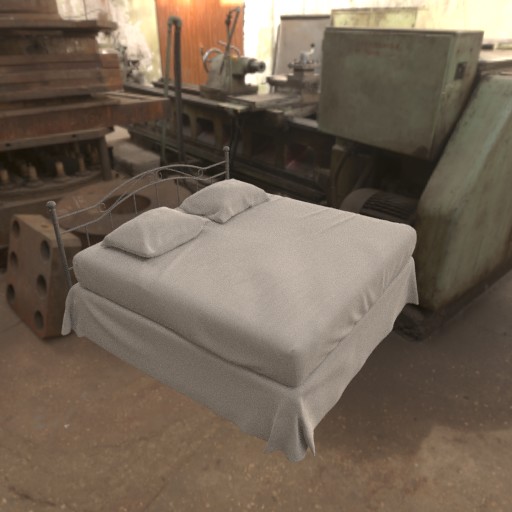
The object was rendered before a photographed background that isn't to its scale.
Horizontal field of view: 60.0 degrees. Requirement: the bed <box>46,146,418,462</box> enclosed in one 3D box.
[{"bbox_3d":[0.000,0.000,3.543,2.220,1.080,2.309,18,32,31],"label":"bed"}]
